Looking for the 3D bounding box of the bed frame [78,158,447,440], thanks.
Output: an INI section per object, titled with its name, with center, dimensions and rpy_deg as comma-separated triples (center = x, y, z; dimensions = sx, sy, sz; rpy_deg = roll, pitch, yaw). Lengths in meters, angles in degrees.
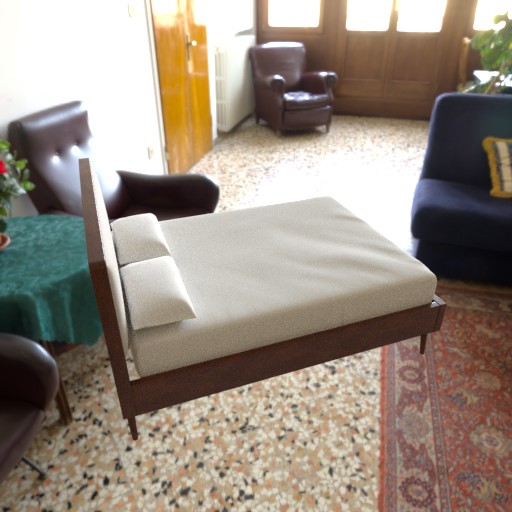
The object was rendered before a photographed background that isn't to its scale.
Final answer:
[bed frame]
center = 0.000, 0.000, 3.233
dimensions = 2.171, 1.279, 1.587
rpy_deg = -11, 32, -18
